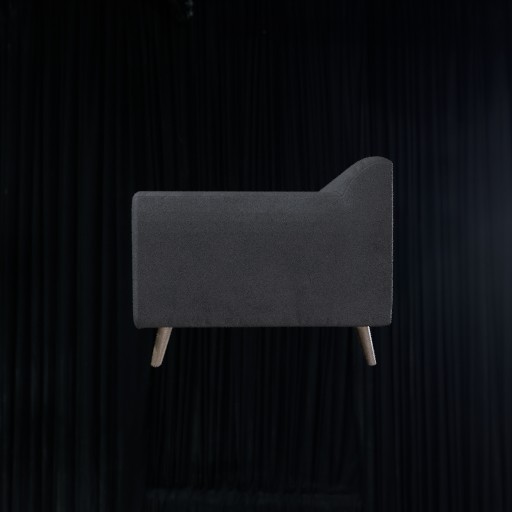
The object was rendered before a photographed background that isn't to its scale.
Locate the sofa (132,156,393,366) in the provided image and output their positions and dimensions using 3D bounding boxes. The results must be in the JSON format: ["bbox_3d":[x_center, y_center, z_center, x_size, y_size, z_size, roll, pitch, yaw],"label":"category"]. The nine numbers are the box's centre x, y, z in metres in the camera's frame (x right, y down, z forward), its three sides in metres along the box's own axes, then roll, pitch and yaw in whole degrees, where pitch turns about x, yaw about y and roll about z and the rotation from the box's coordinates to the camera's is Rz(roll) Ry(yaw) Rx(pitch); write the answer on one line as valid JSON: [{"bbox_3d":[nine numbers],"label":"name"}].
[{"bbox_3d":[0.000,0.000,2.591,0.900,0.740,2.190,0,1,-1],"label":"sofa"}]
